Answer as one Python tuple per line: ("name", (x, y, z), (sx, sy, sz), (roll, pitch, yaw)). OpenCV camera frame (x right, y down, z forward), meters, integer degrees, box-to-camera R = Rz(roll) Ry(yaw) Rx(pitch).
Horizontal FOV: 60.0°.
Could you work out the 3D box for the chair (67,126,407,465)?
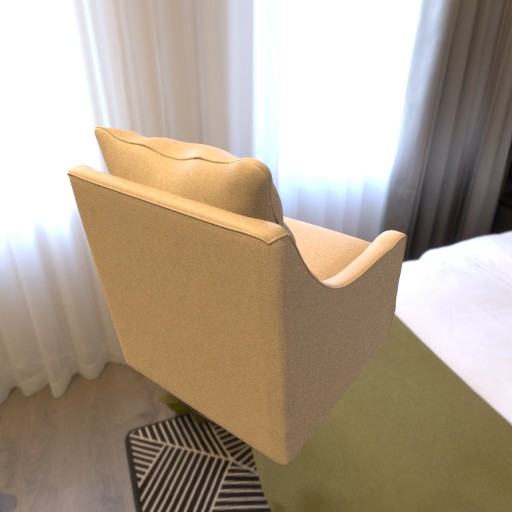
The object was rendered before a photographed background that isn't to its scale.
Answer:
("chair", (0.000, 0.000, 1.539), (0.760, 0.942, 0.876), (20, 34, 32))
